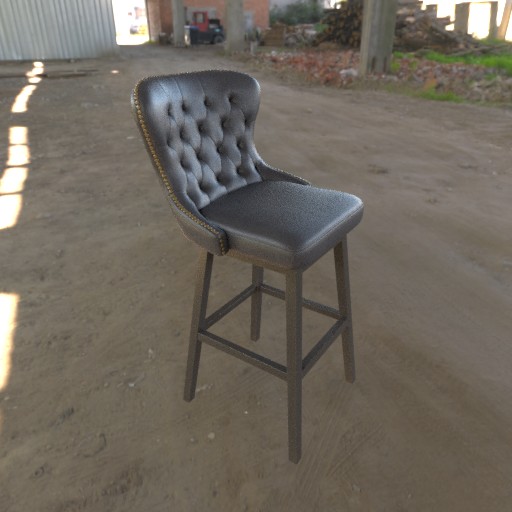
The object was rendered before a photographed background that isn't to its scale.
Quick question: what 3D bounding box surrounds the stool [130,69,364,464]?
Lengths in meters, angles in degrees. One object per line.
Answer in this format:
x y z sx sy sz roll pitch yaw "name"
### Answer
0.000 0.000 1.403 0.601 1.050 0.528 18 32 30 "stool"
